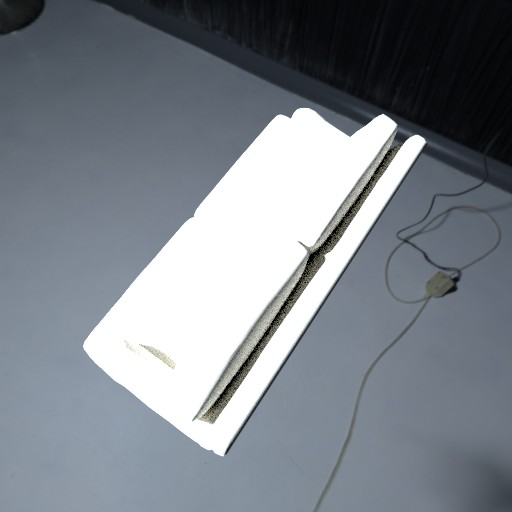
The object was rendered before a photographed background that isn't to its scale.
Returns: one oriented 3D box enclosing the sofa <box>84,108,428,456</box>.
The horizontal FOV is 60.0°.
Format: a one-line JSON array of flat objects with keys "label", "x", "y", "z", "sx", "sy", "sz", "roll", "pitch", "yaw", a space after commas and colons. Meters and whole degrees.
[{"label": "sofa", "x": 0.000, "y": 0.000, "z": 2.815, "sx": 1.086, "sy": 1.087, "sz": 2.159, "roll": 32, "pitch": 69, "yaw": 14}]
